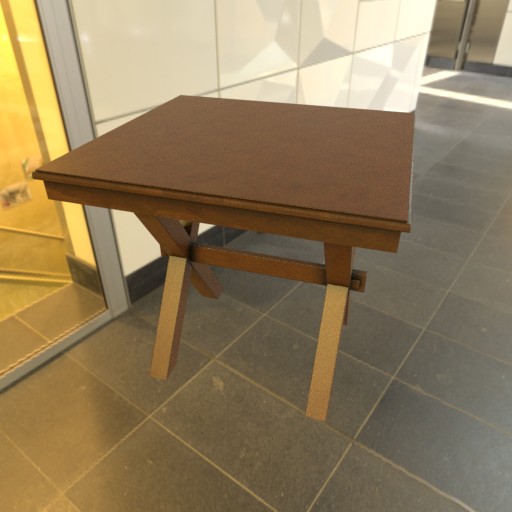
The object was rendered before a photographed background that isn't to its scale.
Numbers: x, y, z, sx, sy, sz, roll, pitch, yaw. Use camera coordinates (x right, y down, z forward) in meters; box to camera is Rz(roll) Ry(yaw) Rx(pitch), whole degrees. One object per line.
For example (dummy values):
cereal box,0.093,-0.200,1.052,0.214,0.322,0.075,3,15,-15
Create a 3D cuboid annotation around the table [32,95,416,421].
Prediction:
table,0.000,0.000,1.030,0.602,0.562,0.560,10,34,15
